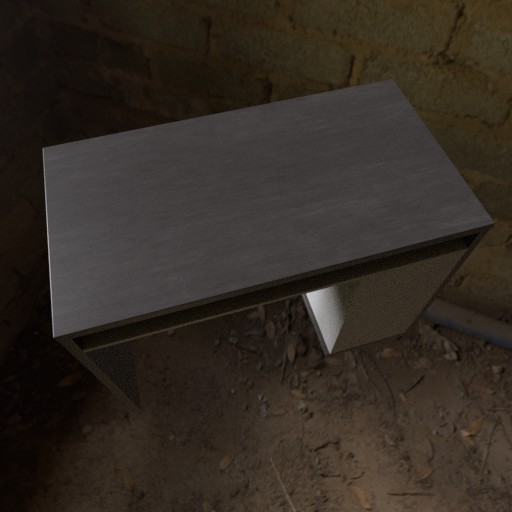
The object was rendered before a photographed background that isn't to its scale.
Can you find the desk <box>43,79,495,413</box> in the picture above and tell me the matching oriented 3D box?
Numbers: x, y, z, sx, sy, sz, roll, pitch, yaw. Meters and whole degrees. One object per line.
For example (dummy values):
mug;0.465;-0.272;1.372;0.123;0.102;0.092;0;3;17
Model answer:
desk;0.000;0.000;1.520;1.100;0.750;0.600;-14;59;-8
